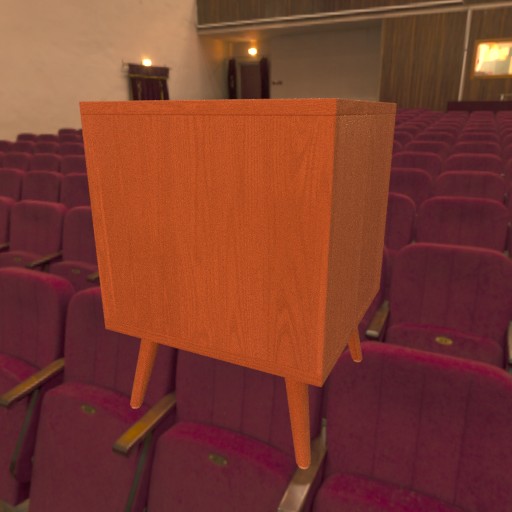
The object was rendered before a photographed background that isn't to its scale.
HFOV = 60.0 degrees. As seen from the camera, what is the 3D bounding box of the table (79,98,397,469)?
[{"bbox_3d":[0.000,0.000,0.841,0.400,0.550,0.400,9,20,25],"label":"table"}]
